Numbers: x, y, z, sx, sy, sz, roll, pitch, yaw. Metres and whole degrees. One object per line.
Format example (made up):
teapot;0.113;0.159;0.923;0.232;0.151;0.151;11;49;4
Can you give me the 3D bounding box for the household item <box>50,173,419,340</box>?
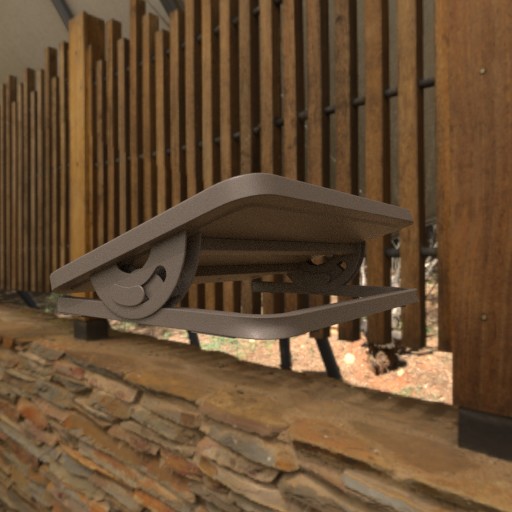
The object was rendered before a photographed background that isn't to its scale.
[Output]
household item;0.000;0.000;0.549;0.301;0.126;0.390;0;0;37
